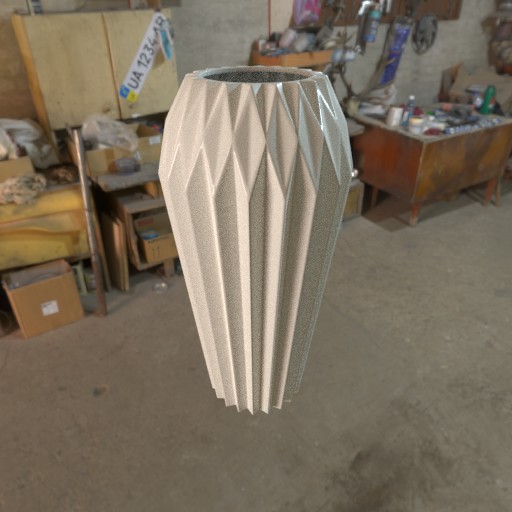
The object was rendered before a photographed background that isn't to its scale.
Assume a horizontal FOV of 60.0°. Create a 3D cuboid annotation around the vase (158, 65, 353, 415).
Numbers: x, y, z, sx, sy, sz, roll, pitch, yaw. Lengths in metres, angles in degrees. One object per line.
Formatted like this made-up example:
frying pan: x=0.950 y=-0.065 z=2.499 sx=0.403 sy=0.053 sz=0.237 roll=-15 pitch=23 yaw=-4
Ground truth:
vase: x=0.000 y=0.000 z=0.343 sx=0.133 sy=0.263 sz=0.133 roll=0 pitch=30 yaw=0
